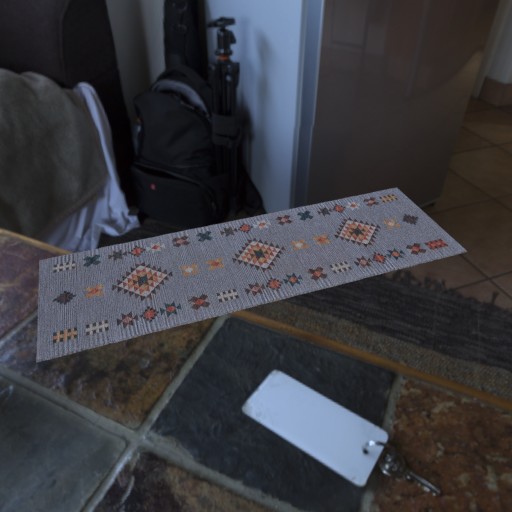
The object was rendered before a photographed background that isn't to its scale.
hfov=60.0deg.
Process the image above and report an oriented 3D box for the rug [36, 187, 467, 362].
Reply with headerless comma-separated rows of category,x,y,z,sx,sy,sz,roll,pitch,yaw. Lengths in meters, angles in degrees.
rug,0.000,0.000,2.642,2.432,0.008,0.766,-13,42,-14
